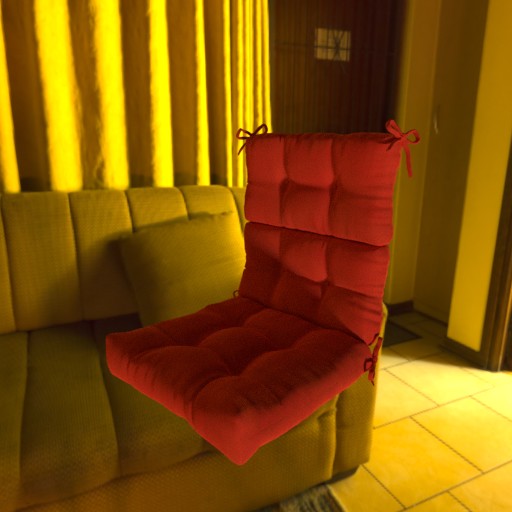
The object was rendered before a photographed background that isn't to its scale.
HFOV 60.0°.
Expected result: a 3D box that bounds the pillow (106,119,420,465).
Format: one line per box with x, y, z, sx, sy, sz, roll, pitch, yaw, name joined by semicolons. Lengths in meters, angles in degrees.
0.000;0.000;1.025;0.519;0.605;0.571;15;21;43;pillow
